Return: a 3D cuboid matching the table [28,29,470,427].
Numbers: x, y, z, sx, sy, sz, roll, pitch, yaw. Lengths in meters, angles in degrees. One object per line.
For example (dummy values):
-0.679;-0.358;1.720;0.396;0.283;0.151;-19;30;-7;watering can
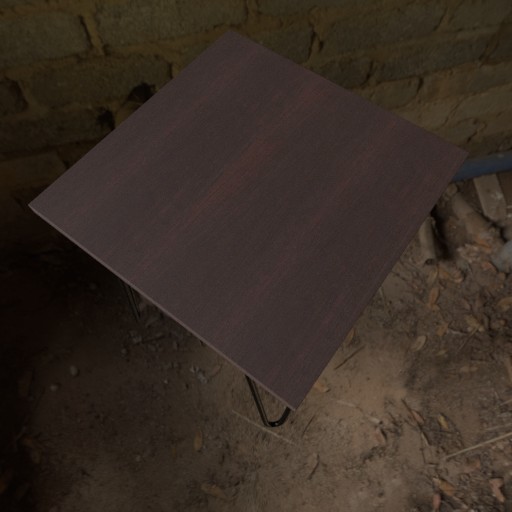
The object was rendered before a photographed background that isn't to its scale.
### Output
0.000;0.000;0.946;0.495;0.559;0.495;34;69;15;table
